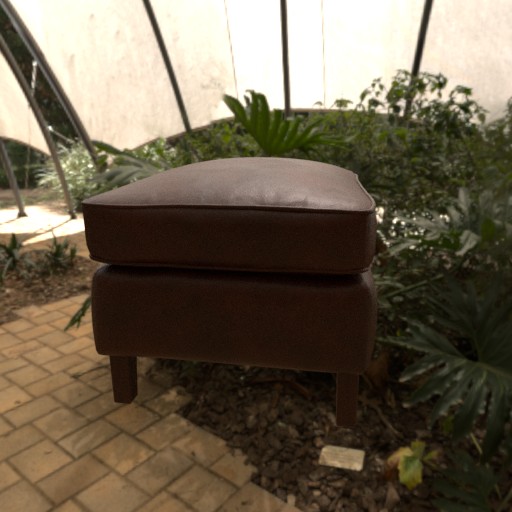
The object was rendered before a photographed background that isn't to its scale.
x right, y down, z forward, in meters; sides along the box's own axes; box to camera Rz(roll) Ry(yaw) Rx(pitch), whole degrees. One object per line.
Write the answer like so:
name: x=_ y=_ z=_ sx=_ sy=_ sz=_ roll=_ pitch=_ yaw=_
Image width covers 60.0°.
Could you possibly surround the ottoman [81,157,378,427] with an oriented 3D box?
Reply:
ottoman: x=0.000 y=0.000 z=1.006 sx=0.501 sy=0.432 sz=0.665 roll=3 pitch=15 yaw=9
